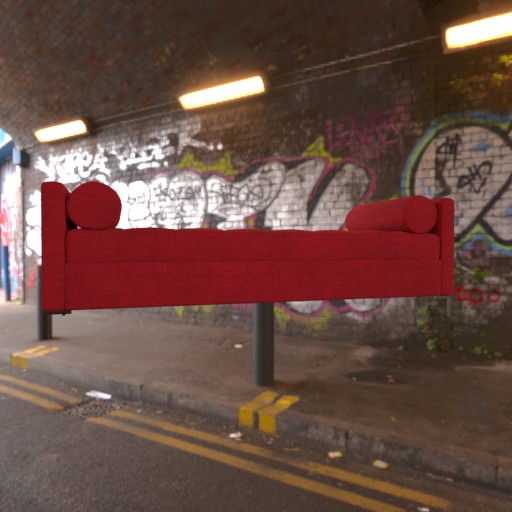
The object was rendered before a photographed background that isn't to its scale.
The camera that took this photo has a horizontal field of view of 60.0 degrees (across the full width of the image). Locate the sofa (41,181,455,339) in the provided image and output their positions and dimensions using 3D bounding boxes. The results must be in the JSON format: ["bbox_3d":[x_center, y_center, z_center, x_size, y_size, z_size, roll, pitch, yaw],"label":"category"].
[{"bbox_3d":[0.000,0.000,2.353,1.981,0.635,0.686,0,1,-18],"label":"sofa"}]
